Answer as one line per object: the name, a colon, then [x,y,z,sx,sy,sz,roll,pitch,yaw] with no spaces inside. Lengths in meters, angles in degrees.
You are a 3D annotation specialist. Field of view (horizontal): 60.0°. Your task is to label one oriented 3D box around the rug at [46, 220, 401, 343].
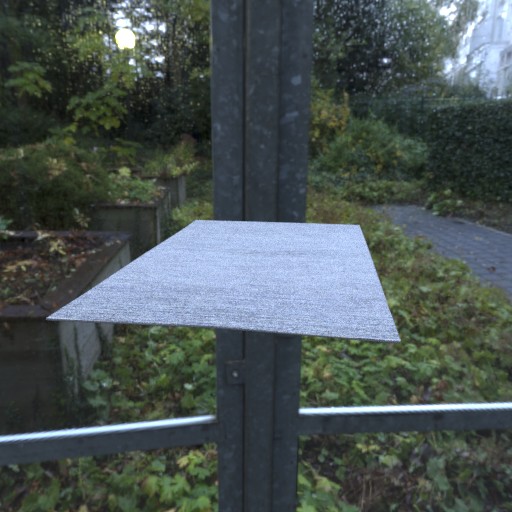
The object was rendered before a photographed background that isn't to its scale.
rug: [0.000,0.000,2.257,1.159,0.021,1.789,2,16,9]
